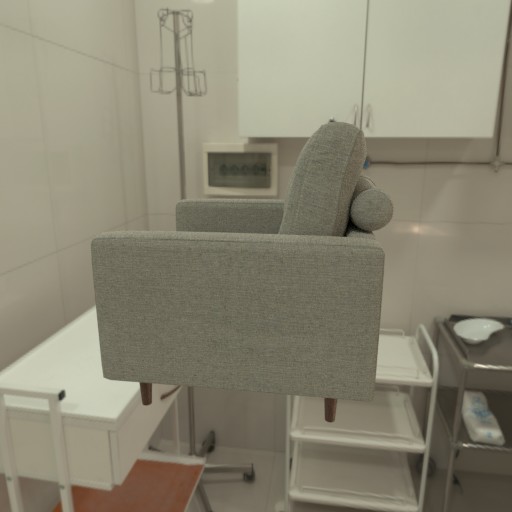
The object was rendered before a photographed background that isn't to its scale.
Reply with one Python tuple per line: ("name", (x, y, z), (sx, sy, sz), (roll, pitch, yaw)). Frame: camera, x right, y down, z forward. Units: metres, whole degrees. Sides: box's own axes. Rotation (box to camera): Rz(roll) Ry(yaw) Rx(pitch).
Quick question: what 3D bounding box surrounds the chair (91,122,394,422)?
("chair", (0.000, 0.000, 1.556), (0.843, 0.880, 0.821), (2, 15, 8))
